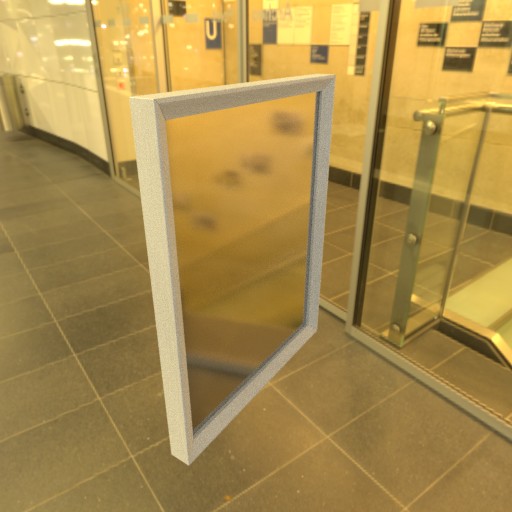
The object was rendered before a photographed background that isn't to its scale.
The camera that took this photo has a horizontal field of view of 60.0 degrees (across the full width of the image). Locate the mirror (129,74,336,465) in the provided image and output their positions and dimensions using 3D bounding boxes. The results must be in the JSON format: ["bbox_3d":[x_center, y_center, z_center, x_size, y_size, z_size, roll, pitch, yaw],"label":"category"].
[{"bbox_3d":[0.000,0.000,0.697,0.041,0.509,0.406,17,31,30],"label":"mirror"}]
